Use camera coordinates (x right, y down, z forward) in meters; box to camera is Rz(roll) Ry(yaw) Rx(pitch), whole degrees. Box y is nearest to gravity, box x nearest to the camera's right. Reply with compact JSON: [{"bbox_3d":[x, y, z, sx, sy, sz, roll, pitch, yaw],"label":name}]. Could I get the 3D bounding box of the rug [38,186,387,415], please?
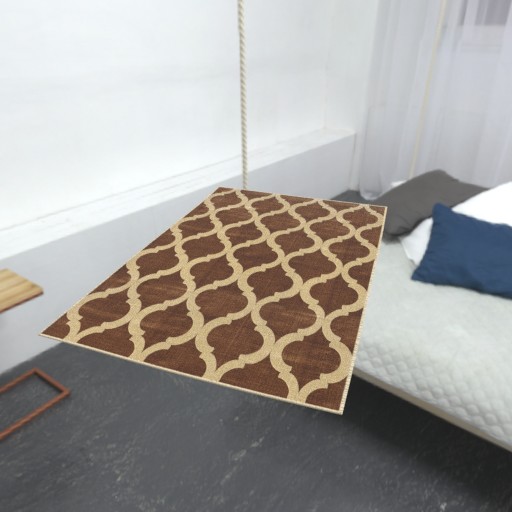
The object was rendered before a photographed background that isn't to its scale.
[{"bbox_3d":[0.000,0.000,2.923,1.522,0.008,2.284,9,30,17],"label":"rug"}]
